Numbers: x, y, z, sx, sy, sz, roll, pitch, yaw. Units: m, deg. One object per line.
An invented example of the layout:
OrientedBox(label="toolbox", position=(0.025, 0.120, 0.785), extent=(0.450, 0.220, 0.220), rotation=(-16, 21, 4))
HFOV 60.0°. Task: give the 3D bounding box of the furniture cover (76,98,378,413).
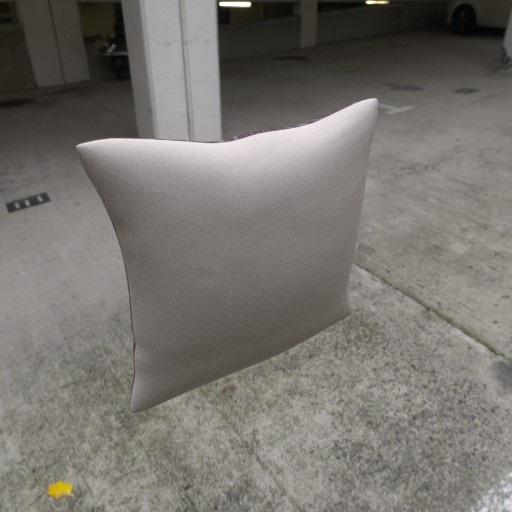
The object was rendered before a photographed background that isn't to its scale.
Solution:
OrientedBox(label="furniture cover", position=(0.000, 0.000, 0.825), extent=(0.552, 0.509, 0.193), rotation=(-18, 35, -28))
